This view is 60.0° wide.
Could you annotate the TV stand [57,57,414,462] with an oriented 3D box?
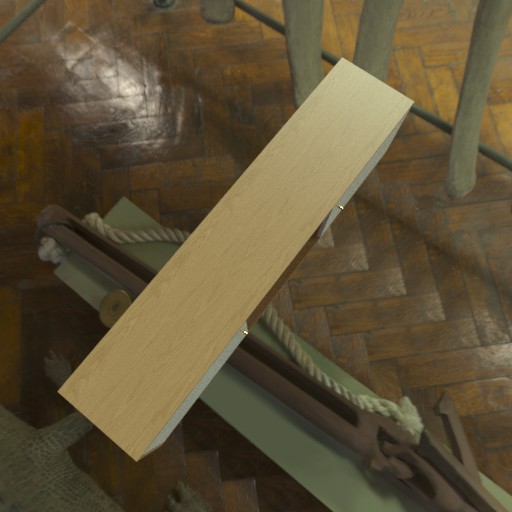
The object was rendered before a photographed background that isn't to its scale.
[{"bbox_3d":[0.000,0.000,1.987,0.400,0.580,1.760,36,77,10],"label":"TV stand"}]
